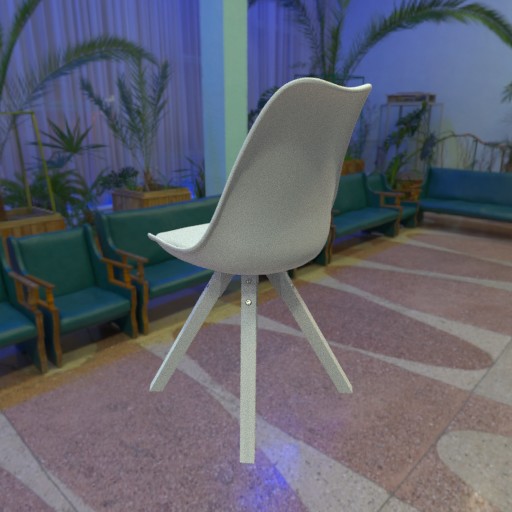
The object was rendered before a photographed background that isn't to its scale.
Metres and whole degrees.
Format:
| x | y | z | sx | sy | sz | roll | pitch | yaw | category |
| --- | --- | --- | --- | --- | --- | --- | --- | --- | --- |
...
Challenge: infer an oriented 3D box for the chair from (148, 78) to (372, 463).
| x | y | z | sx | sy | sz | roll | pitch | yaw | category |
| --- | --- | --- | --- | --- | --- | --- | --- | --- | --- |
| 0.000 | 0.000 | 1.195 | 0.485 | 0.850 | 0.550 | -16 | 23 | -42 | chair |
